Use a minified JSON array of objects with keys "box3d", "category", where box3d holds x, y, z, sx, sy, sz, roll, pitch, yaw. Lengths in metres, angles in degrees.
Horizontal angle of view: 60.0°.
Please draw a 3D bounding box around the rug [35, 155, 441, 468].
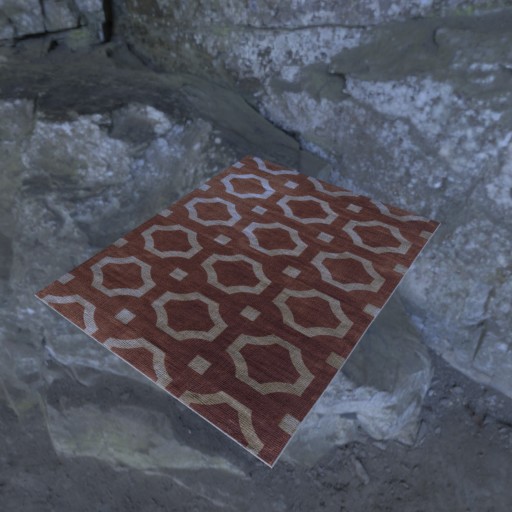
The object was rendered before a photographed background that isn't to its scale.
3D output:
[{"box3d":[0.000,0.000,4.162,2.466,0.021,3.049,26,47,26],"category":"rug"}]
